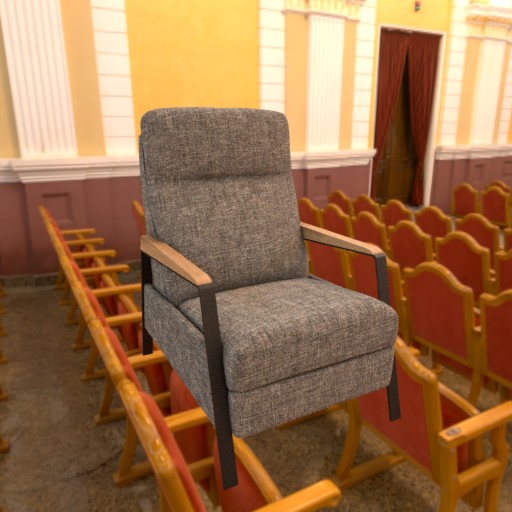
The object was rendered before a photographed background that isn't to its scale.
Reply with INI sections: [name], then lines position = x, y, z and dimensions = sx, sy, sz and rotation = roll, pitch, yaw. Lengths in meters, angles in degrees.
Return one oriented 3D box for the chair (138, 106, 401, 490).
[chair]
position = 0.000, 0.000, 1.602
dimensions = 0.671, 1.042, 0.868
rotation = -9, 18, -27
